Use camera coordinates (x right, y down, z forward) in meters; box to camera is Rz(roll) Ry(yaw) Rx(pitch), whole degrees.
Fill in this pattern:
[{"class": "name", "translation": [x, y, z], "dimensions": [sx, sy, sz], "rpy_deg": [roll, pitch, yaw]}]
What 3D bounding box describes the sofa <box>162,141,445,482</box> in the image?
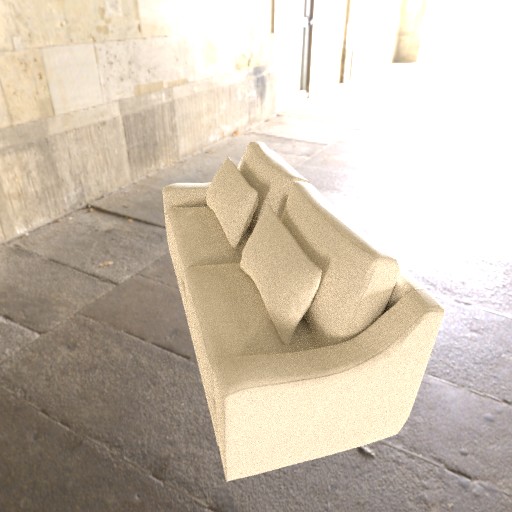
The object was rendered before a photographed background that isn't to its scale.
[{"class": "sofa", "translation": [0.000, 0.000, 2.955], "dimensions": [1.009, 1.022, 2.470], "rpy_deg": [-8, 31, -14]}]
